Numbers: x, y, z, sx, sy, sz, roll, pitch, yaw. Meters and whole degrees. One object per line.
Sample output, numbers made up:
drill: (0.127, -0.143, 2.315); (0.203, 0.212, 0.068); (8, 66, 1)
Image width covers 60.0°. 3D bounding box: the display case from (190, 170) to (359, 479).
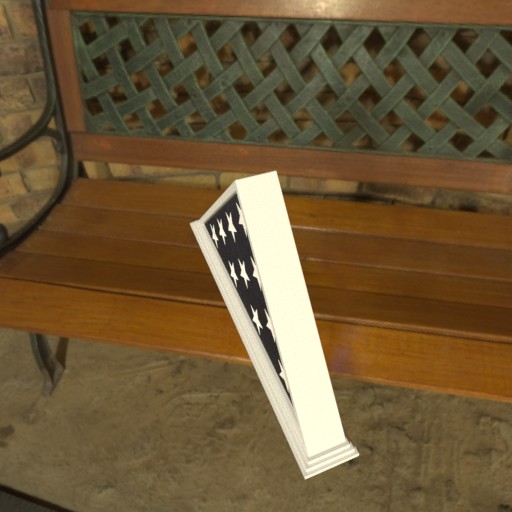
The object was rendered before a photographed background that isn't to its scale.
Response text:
display case: (0.000, 0.000, 0.781); (0.095, 0.340, 0.640); (-16, 47, -15)
